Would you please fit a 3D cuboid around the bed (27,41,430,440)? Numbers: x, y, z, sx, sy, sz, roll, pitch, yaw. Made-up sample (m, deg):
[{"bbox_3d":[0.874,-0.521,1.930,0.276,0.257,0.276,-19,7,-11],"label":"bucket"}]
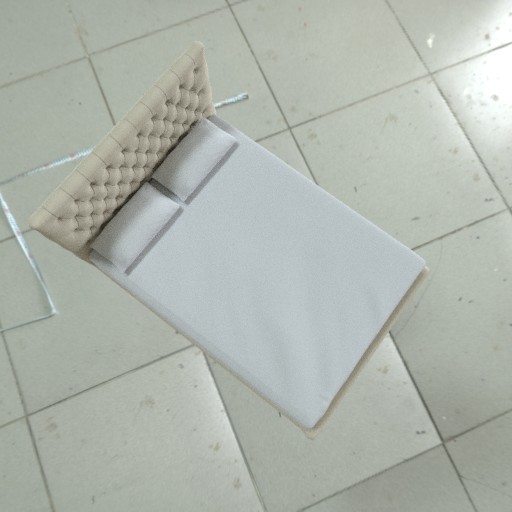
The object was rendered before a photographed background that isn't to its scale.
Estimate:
[{"bbox_3d":[0.000,0.000,3.425,2.387,1.427,1.698,37,79,8],"label":"bed"}]
